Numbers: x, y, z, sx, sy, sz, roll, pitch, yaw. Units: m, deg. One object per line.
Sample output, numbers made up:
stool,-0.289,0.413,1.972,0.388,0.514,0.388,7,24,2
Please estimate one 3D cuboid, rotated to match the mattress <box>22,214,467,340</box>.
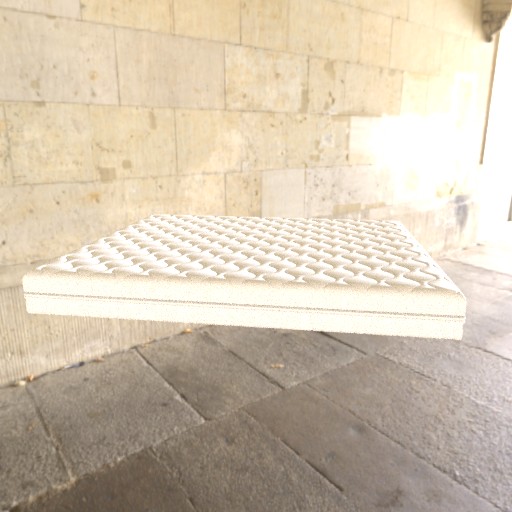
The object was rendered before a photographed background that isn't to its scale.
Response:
mattress,0.000,0.000,2.626,1.900,0.200,1.600,2,15,8
